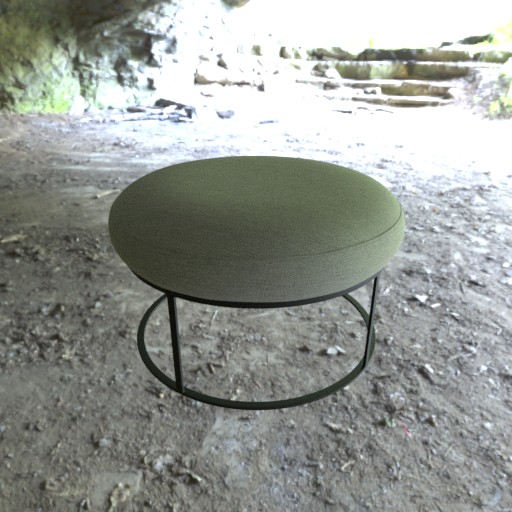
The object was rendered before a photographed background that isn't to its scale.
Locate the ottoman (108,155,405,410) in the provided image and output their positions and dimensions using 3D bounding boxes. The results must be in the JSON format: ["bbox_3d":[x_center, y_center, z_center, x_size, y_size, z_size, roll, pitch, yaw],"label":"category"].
[{"bbox_3d":[0.000,0.000,1.253,0.769,0.459,0.769,0,26,0],"label":"ottoman"}]
